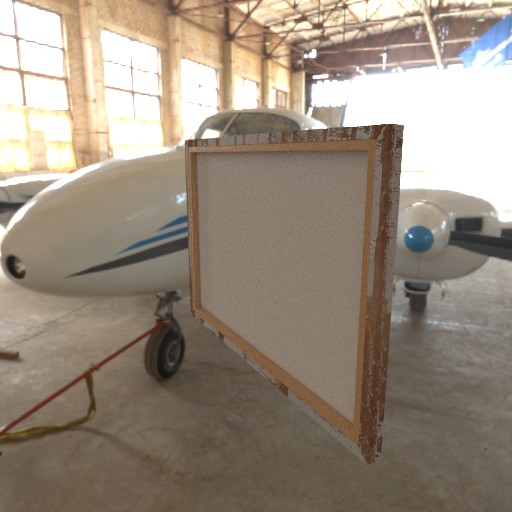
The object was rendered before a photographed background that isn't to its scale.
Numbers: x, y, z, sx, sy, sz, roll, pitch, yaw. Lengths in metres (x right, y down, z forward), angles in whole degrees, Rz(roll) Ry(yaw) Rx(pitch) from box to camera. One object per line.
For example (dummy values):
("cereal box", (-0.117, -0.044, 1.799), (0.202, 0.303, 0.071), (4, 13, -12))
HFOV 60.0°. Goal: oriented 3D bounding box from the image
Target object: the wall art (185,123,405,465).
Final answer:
("wall art", (0.000, 0.000, 1.152), (0.035, 0.609, 0.914), (-7, 15, -28))
